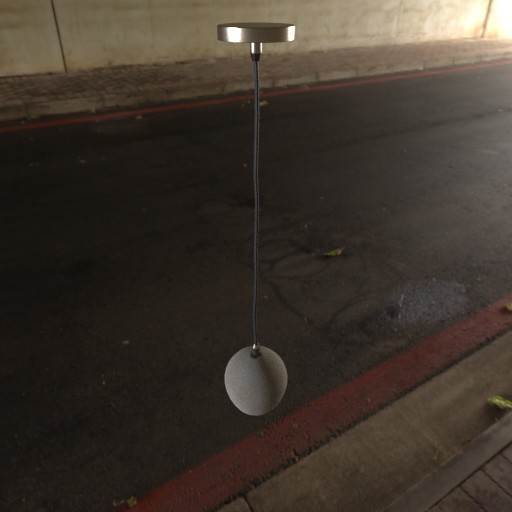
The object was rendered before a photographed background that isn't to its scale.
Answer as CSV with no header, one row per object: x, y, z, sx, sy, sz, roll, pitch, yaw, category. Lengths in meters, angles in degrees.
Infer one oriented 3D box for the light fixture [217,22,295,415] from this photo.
0.000,0.000,0.825,0.139,0.764,0.139,0,31,0,light fixture
